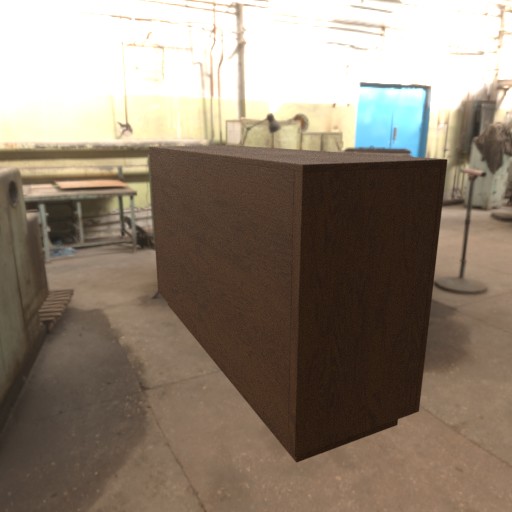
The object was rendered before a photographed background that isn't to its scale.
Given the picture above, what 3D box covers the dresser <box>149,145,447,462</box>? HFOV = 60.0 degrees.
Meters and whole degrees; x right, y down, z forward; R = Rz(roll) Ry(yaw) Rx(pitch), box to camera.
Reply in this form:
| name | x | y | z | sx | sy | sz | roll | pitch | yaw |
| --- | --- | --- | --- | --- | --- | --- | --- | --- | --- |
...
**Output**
| name | x | y | z | sx | sy | sz | roll | pitch | yaw |
| --- | --- | --- | --- | --- | --- | --- | --- | --- | --- |
| dresser | 0.000 | 0.000 | 1.922 | 0.512 | 0.889 | 1.523 | -8 | 17 | -25 |
